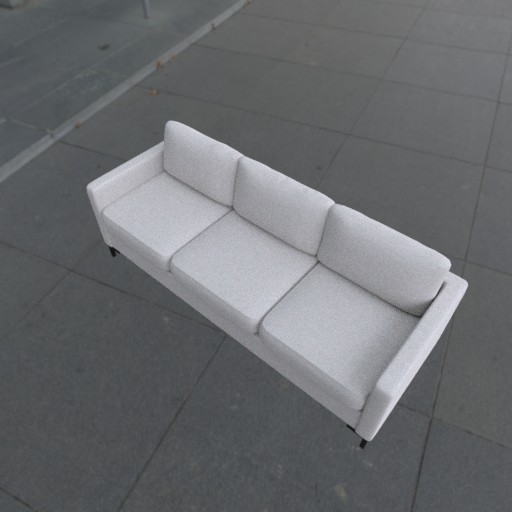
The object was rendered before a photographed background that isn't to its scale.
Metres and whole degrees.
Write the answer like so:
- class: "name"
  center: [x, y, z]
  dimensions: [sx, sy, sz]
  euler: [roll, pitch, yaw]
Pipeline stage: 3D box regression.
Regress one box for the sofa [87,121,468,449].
- class: "sofa"
  center: [0.000, 0.000, 2.739]
  dimensions: [2.218, 0.874, 0.859]
  euler: [32, 55, 26]
